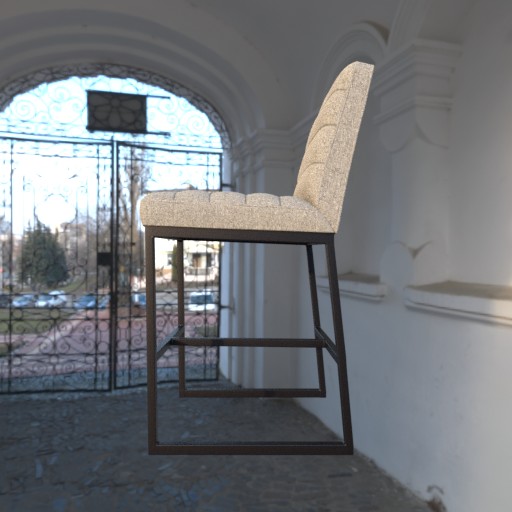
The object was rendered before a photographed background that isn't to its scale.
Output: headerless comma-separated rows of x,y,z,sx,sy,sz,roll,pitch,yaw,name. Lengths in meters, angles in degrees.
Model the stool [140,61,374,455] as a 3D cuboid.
0.000,0.000,1.264,0.560,0.940,0.460,0,0,0,stool
